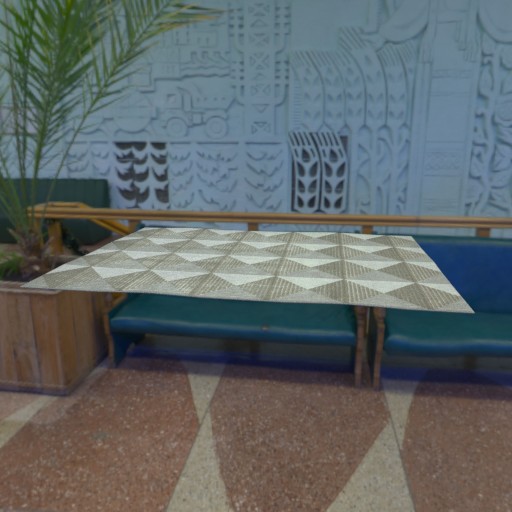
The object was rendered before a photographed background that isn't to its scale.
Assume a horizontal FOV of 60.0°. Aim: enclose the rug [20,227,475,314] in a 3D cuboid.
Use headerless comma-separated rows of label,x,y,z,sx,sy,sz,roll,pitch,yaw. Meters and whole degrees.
rug,0.000,0.000,4.351,3.333,0.027,2.428,2,15,9
